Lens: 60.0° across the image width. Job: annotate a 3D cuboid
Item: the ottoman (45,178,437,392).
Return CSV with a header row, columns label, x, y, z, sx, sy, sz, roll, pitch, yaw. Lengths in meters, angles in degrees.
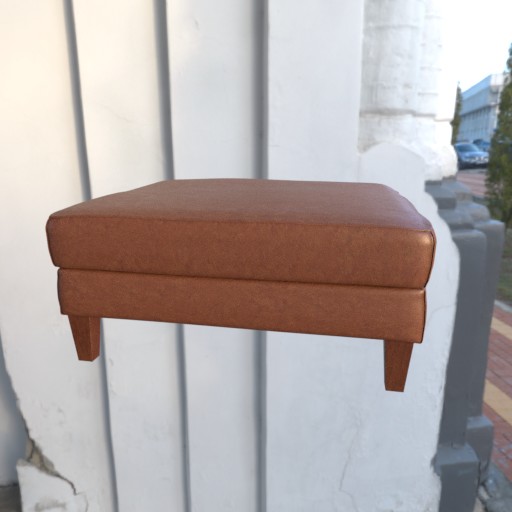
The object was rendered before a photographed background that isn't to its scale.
label,x,y,z,sx,sy,sz,roll,pitch,yaw
ottoman,0.000,0.000,1.488,0.987,0.472,0.836,3,15,10
